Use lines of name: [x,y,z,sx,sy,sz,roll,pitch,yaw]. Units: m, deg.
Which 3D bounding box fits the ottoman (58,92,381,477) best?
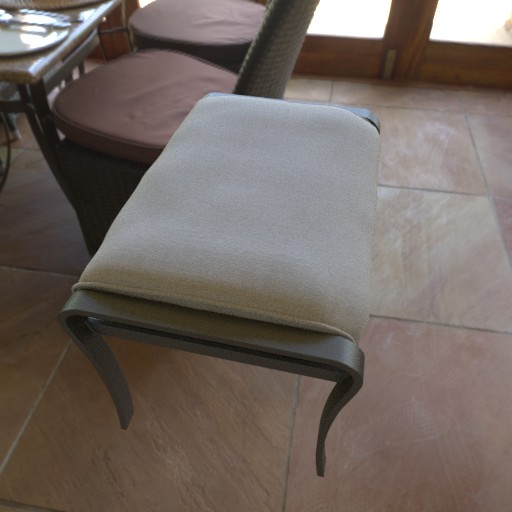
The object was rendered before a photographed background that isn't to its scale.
ottoman: [0.000,0.000,0.866,0.406,0.422,0.610,9,47,9]
